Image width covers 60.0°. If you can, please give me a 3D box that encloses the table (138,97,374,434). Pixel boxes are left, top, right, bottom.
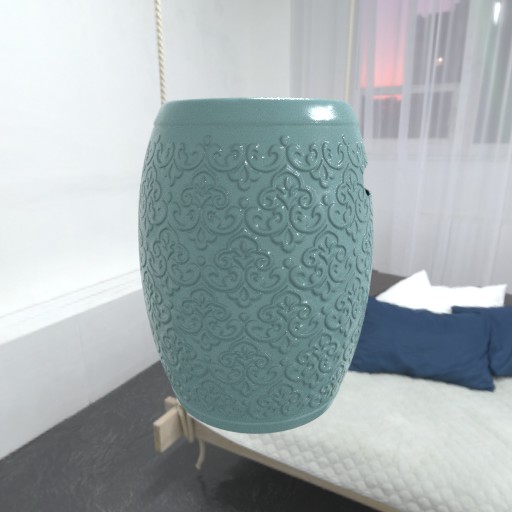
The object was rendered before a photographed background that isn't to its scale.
[{"bbox_3d":[0.000,0.000,0.606,0.309,0.397,0.309,0,16,0],"label":"table"}]
